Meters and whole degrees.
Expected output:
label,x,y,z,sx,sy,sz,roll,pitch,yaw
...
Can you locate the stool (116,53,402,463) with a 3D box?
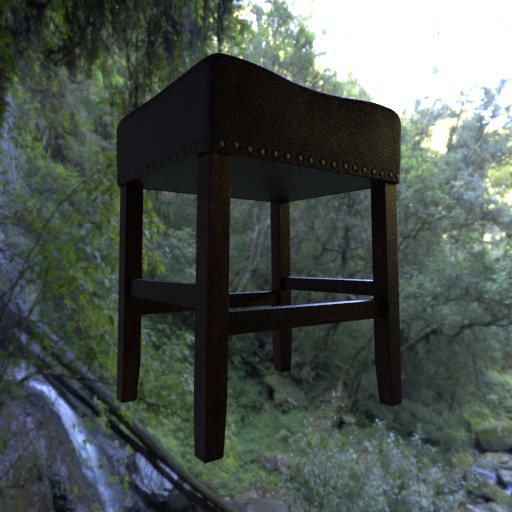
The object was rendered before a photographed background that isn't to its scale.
label,x,y,z,sx,sy,sz,roll,pitch,yaw
stool,0.000,0.000,0.928,0.465,0.608,0.397,1,-1,-36
